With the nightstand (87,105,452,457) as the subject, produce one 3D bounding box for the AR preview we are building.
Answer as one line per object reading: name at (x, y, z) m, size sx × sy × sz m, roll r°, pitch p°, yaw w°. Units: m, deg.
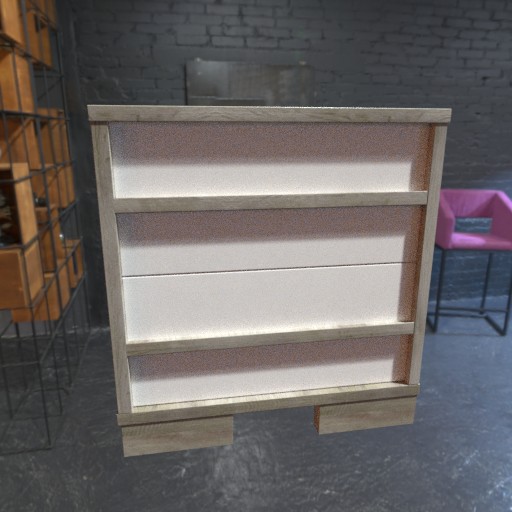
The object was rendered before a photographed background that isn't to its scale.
nightstand at (0.000, 0.000, 0.732) m, size 0.427 × 0.448 × 0.347 m, roll -3°, pitch 16°, yaw -9°
